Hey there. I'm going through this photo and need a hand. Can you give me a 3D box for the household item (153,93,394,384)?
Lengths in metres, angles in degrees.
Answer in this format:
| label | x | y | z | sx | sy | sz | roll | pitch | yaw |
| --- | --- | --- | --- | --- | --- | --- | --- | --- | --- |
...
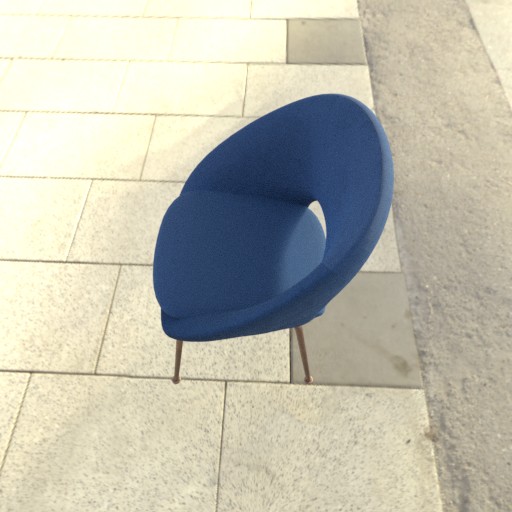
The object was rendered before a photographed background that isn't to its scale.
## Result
| label | x | y | z | sx | sy | sz | roll | pitch | yaw |
| --- | --- | --- | --- | --- | --- | --- | --- | --- | --- |
| household item | 0.000 | 0.000 | 1.269 | 0.573 | 0.852 | 0.623 | 0 | 57 | 0 |
